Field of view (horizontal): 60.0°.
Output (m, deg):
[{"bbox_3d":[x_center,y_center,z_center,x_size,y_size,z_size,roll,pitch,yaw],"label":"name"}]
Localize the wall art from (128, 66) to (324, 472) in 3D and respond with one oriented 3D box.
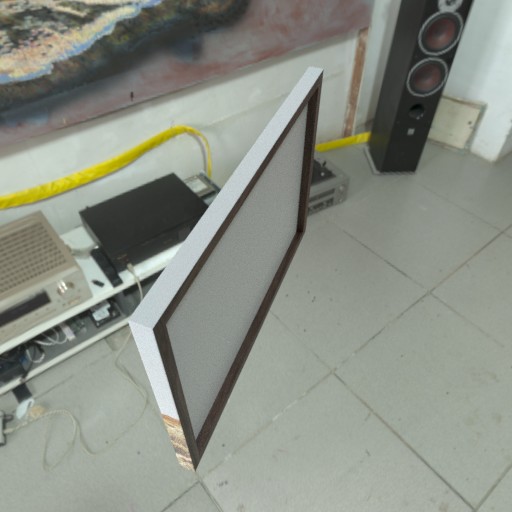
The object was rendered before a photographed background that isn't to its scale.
[{"bbox_3d":[0.000,0.000,1.432,0.051,0.761,1.138,16,49,15],"label":"wall art"}]
